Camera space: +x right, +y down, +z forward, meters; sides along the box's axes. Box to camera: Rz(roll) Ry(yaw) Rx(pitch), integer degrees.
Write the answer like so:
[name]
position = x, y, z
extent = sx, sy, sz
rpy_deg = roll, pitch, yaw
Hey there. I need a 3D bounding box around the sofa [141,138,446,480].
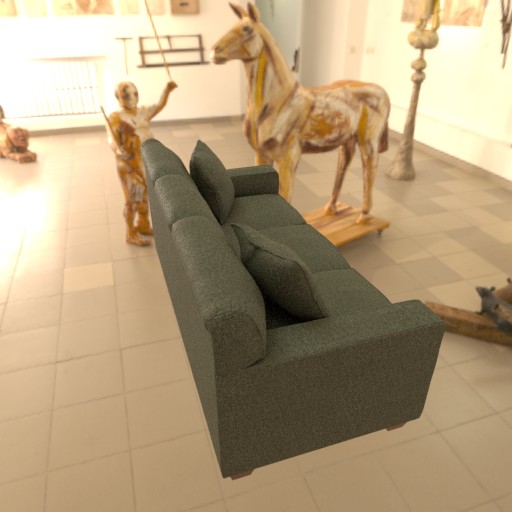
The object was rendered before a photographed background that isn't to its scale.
[sofa]
position = 0.000, 0.000, 2.523
extent = 0.997, 0.958, 2.024
rpy_deg = -10, 32, -16
